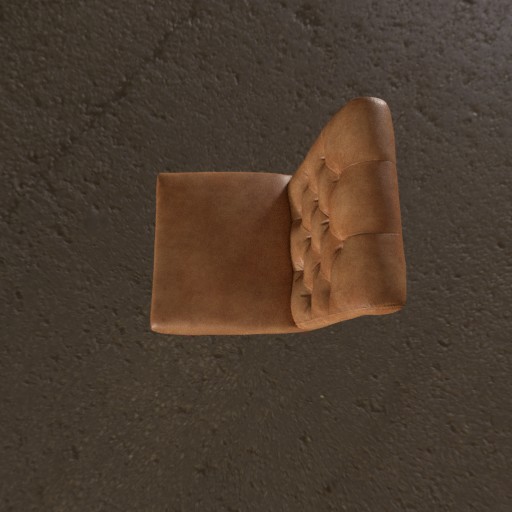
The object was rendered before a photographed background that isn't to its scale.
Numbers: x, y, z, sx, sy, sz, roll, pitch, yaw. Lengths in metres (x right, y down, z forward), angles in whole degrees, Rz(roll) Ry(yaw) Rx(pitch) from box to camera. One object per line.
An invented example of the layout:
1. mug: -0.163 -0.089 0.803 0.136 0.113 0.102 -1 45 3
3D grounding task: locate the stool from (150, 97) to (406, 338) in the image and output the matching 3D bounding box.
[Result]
1. stool: 0.000 0.000 1.395 0.601 1.047 0.493 0 77 0
